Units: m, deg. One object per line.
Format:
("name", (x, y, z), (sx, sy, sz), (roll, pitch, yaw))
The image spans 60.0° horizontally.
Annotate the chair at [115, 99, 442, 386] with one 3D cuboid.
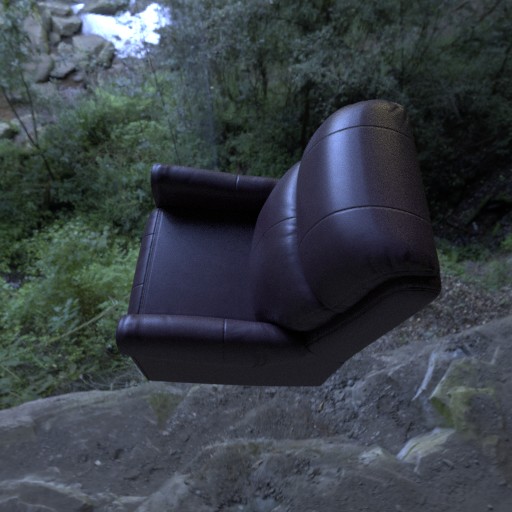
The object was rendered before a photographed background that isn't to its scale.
("chair", (0.000, 0.000, 1.730), (1.014, 1.054, 0.838), (2, 58, 1))
